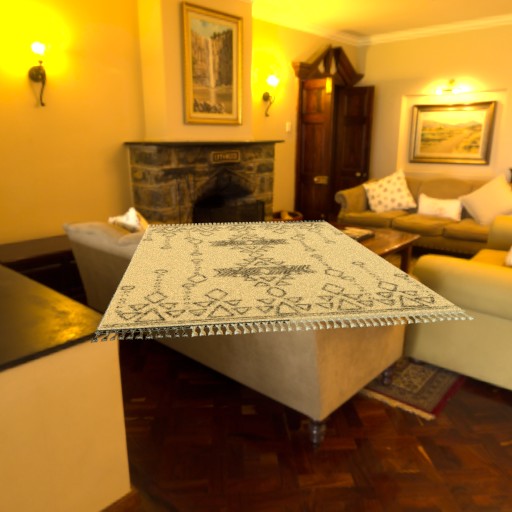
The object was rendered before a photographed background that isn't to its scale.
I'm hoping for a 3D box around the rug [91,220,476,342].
[{"bbox_3d":[0.000,0.000,2.909,1.600,0.013,2.312,-2,15,-8],"label":"rug"}]
